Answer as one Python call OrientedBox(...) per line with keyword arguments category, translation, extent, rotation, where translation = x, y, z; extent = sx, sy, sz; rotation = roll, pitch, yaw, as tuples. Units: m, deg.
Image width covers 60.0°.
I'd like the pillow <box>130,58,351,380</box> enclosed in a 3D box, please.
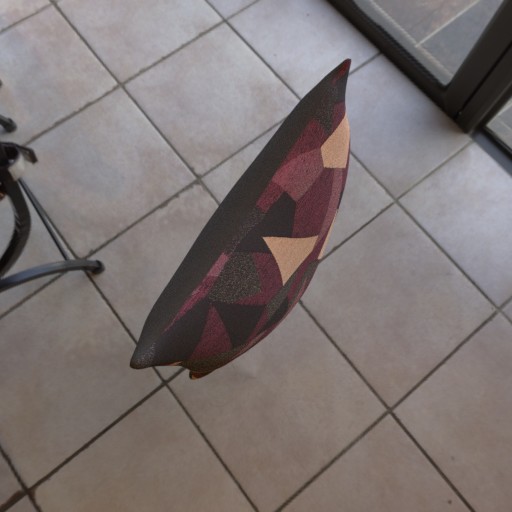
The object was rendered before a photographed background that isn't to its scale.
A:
OrientedBox(category="pillow", translation=(0.000, 0.000, 0.776), extent=(0.208, 0.496, 0.503), rotation=(32, 77, 8))
